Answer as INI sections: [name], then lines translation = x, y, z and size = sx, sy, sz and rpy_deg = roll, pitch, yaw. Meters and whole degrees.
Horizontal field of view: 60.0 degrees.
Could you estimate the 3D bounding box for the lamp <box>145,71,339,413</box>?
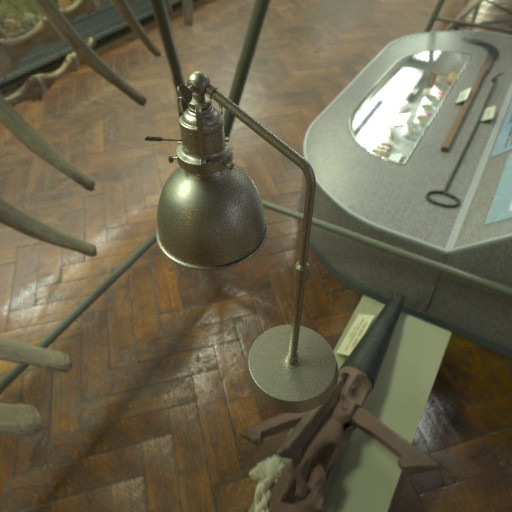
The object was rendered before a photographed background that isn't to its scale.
[lamp]
translation = 0.000, 0.000, 0.582
size = 0.286, 0.456, 0.153
rpy_deg = 23, 50, 21
